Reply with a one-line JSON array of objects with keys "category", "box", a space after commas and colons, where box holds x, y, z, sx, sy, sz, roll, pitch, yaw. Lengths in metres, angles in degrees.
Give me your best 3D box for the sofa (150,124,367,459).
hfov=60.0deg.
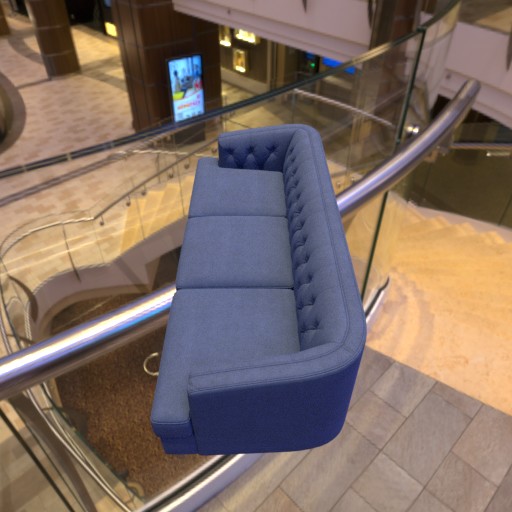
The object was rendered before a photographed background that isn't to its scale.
[{"category": "sofa", "box": [0.000, 0.000, 2.719, 0.914, 0.787, 2.235, 0, 41, 0]}]
